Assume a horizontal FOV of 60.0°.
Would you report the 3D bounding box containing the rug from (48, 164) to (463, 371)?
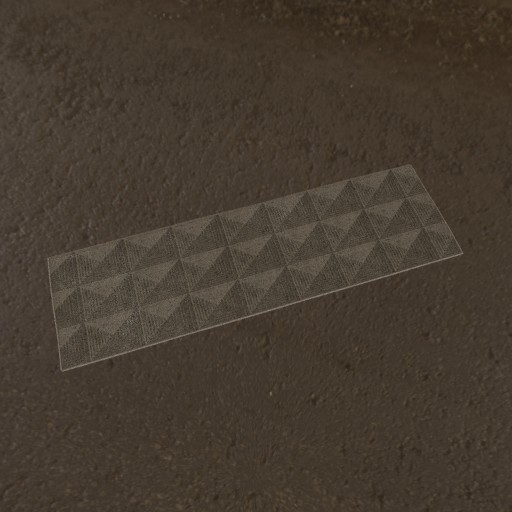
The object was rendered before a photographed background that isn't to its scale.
[{"bbox_3d":[0.000,0.000,2.422,2.182,0.015,0.645,-15,65,-7],"label":"rug"}]
